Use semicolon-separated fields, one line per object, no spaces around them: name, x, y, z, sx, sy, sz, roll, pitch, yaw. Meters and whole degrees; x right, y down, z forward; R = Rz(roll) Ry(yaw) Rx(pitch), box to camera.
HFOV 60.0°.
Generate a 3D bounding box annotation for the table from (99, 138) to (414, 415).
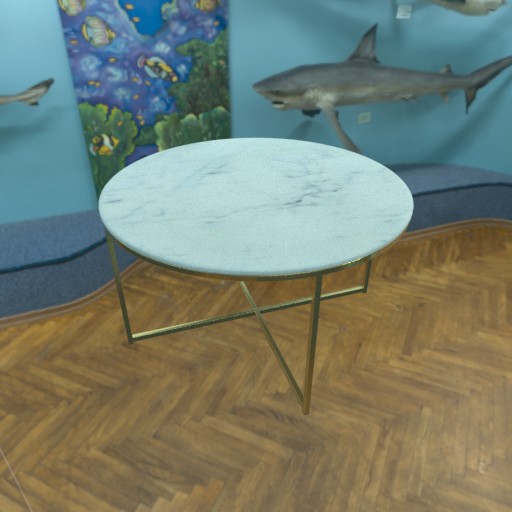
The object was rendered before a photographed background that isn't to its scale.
table;0.000;0.000;1.293;0.800;0.450;0.800;0;33;0
